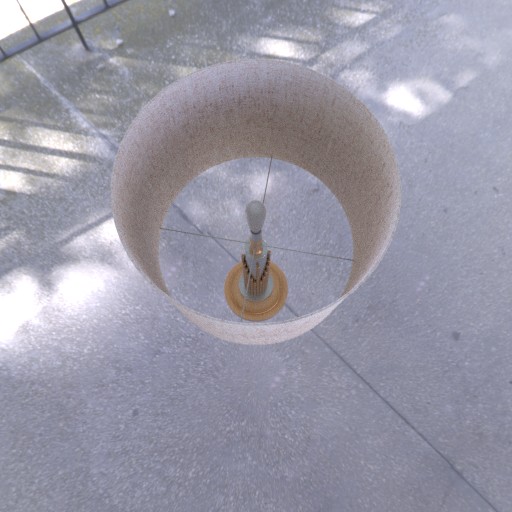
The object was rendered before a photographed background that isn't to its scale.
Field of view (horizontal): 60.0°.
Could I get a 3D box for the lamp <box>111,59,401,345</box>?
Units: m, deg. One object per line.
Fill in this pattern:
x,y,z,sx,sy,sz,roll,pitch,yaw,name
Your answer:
0.000,0.000,0.784,0.321,0.610,0.321,-32,77,-9,lamp
